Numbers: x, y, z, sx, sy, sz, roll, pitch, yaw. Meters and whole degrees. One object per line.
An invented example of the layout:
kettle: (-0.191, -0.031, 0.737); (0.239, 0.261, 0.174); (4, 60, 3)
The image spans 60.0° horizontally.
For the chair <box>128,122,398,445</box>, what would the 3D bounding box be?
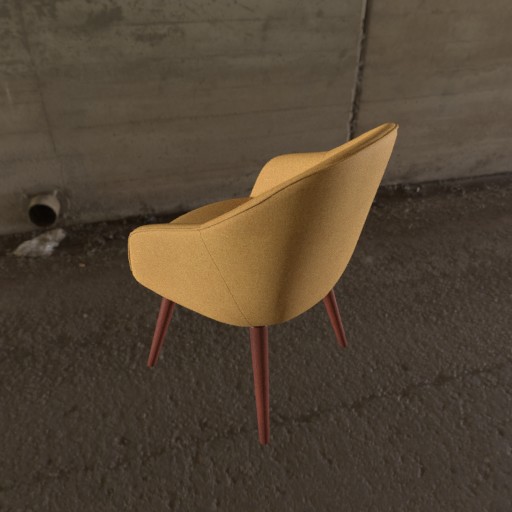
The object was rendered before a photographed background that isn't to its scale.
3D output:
chair: (0.000, 0.000, 1.265); (0.635, 0.823, 0.596); (23, 40, 30)
